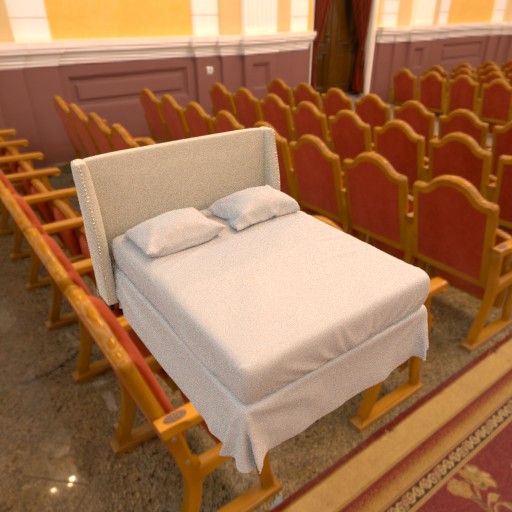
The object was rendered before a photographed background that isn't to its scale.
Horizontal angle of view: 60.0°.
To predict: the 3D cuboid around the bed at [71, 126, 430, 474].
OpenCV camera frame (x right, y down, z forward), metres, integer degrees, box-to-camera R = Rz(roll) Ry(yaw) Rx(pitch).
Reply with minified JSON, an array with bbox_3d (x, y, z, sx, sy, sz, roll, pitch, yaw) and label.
[{"bbox_3d":[0.000,0.000,3.423,1.925,1.332,2.276,-20,35,-31],"label":"bed"}]
